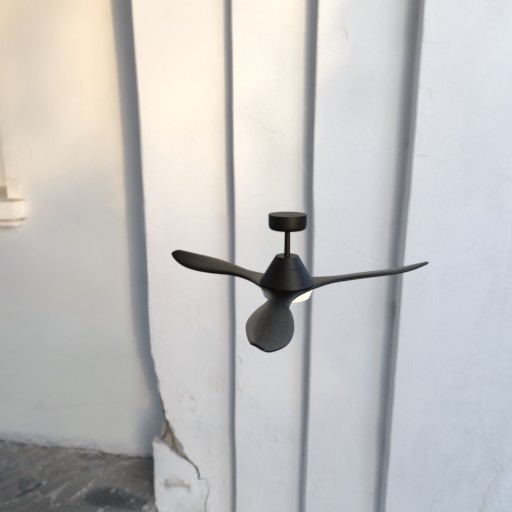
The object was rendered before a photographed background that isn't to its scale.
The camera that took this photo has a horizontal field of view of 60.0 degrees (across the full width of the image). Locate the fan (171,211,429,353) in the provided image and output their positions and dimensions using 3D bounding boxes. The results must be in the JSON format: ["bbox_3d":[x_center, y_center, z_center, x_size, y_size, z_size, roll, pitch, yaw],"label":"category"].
[{"bbox_3d":[0.000,0.000,1.616,1.067,0.305,1.067,7,15,27],"label":"fan"}]
